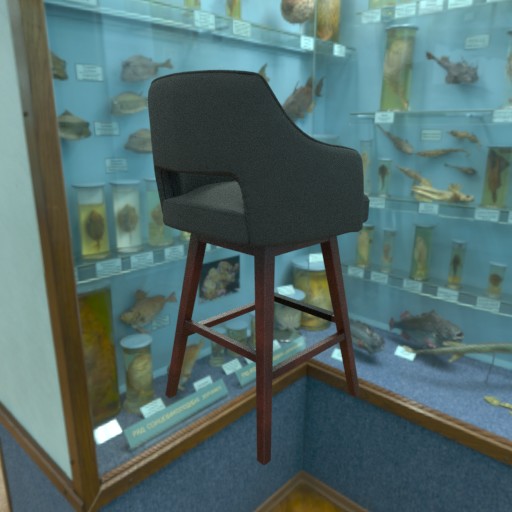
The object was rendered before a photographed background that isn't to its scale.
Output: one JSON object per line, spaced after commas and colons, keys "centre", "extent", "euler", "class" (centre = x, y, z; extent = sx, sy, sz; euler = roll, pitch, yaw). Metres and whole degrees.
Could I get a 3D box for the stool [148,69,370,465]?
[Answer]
{"centre": [0.000, 0.000, 1.370], "extent": [0.548, 1.012, 0.558], "euler": [15, 22, 43], "class": "stool"}
